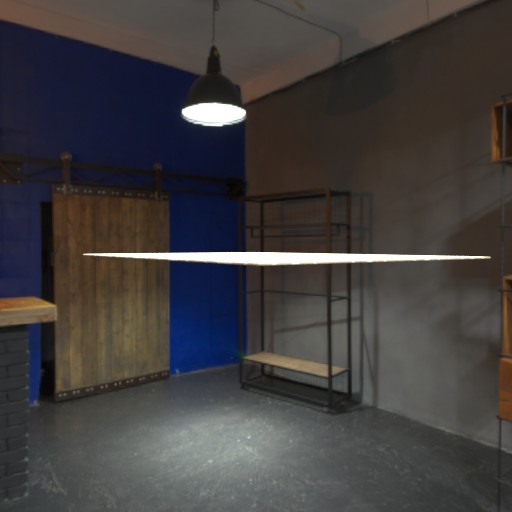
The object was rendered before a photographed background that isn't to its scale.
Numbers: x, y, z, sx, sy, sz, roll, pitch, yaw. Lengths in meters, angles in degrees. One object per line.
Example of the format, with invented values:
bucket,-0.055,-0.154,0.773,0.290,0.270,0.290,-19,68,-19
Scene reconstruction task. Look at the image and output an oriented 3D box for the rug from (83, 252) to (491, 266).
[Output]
rug,0.000,0.000,2.756,1.524,0.010,2.134,-1,2,-36
